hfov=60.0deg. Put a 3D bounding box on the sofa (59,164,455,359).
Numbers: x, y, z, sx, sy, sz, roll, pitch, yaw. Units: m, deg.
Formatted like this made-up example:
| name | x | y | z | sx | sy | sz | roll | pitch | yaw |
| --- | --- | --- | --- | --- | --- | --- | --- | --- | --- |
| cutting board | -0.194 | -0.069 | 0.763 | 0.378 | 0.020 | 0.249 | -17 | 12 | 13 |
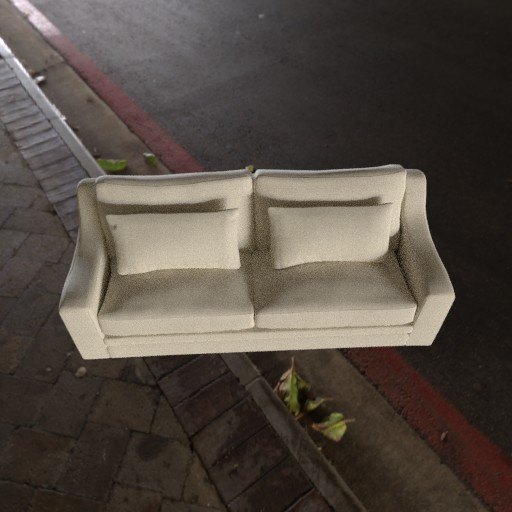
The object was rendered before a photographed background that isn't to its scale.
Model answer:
| name | x | y | z | sx | sy | sz | roll | pitch | yaw |
| --- | --- | --- | --- | --- | --- | --- | --- | --- | --- |
| sofa | 0.000 | 0.000 | 3.097 | 2.470 | 1.022 | 1.009 | -2 | 47 | -2 |
